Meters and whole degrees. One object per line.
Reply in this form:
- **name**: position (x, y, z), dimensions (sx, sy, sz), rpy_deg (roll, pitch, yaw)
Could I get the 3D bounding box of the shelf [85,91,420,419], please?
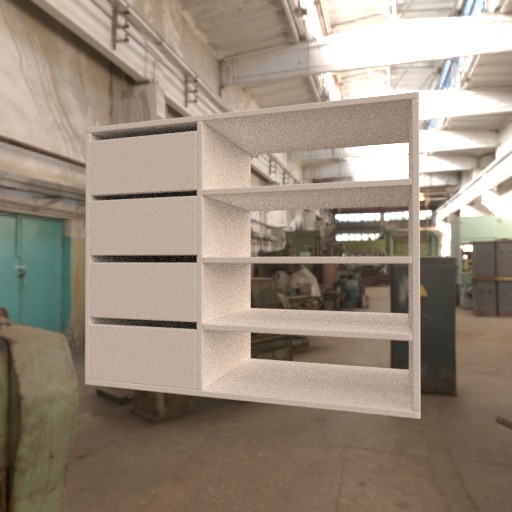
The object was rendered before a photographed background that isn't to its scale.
- **shelf**: position (0.000, 0.000, 1.313), dimensions (0.895, 0.732, 0.396), rpy_deg (0, -1, 18)
